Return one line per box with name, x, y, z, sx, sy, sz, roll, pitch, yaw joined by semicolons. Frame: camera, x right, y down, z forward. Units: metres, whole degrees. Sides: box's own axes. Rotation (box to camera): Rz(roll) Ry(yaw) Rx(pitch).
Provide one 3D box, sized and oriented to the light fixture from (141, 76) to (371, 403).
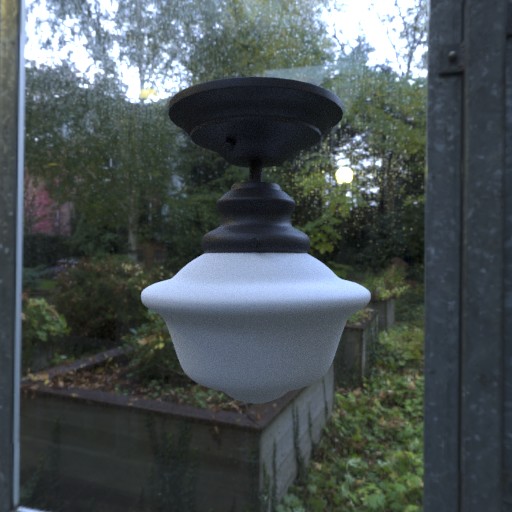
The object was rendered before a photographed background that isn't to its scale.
light fixture;0.000;0.000;0.389;0.197;0.254;0.197;0;0;0
